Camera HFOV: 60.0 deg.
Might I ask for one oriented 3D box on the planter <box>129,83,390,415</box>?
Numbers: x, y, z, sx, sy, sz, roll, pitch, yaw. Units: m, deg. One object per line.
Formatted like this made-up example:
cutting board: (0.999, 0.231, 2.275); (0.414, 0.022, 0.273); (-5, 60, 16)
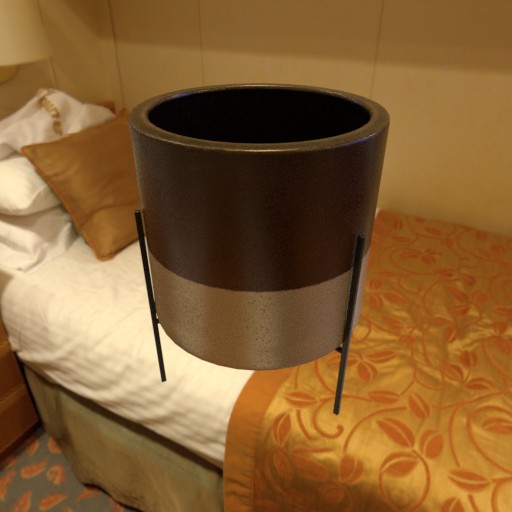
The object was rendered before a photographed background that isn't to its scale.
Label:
planter: (0.000, 0.000, 0.715); (0.354, 0.465, 0.345); (-9, 33, -14)
